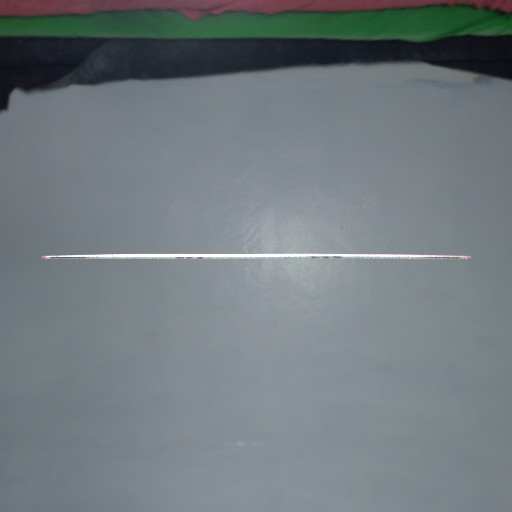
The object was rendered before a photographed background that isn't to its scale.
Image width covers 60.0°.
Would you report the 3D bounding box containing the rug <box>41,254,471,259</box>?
[{"bbox_3d":[0.000,0.000,3.104,2.446,0.017,1.530,0,1,0],"label":"rug"}]
